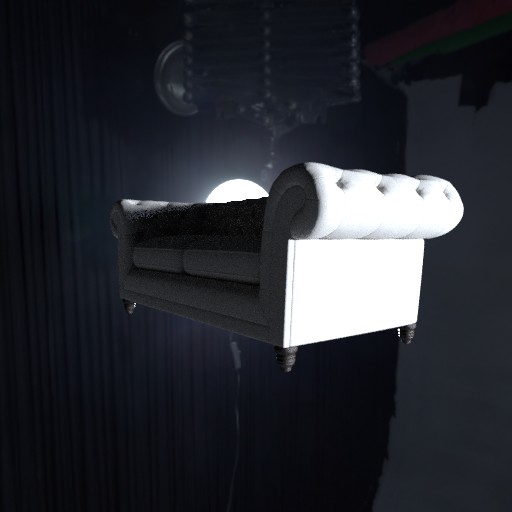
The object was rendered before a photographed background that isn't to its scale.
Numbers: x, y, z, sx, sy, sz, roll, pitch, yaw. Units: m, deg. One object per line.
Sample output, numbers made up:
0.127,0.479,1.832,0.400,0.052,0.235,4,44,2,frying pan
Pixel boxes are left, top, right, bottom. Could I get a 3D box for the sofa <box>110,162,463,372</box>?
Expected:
0.000,0.000,2.461,0.986,0.764,1.998,-2,3,-36,sofa
